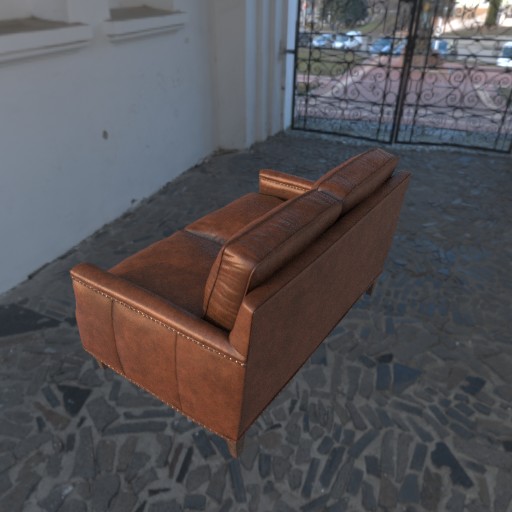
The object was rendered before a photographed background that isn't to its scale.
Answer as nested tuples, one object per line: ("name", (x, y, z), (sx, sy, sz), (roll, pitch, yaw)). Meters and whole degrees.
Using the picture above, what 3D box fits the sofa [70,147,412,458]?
("sofa", (0.000, 0.000, 2.372), (1.083, 1.003, 1.628), (20, 37, 30))
